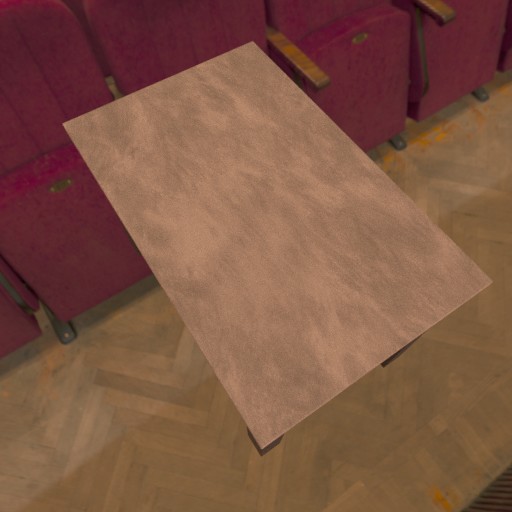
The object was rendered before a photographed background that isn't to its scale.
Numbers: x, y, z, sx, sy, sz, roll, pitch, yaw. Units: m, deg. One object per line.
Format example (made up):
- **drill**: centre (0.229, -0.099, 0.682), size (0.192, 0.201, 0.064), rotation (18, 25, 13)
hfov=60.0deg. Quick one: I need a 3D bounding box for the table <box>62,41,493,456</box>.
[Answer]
- **table**: centre (0.000, 0.000, 1.559), size (0.700, 0.734, 1.100), rotation (-30, 66, -15)
